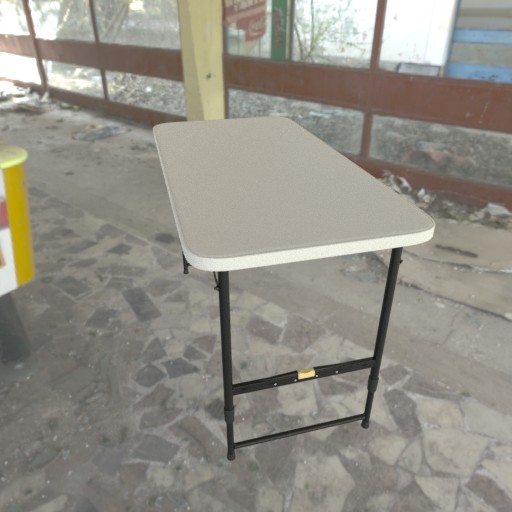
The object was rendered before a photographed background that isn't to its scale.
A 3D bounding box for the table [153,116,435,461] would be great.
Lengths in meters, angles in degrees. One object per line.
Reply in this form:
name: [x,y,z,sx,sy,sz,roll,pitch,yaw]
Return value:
table: [0.000,0.000,1.658,0.610,0.737,1.219,-8,31,-13]
